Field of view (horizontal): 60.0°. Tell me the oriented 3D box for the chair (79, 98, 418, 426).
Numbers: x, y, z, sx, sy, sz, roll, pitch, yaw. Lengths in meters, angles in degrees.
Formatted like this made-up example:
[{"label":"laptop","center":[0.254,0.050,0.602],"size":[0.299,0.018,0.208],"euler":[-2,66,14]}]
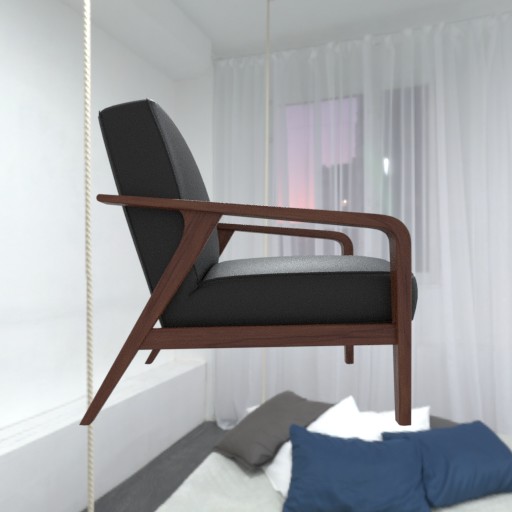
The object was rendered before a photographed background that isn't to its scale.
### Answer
[{"label":"chair","center":[0.000,0.000,1.458],"size":[0.889,0.861,0.719],"euler":[0,0,0]}]
